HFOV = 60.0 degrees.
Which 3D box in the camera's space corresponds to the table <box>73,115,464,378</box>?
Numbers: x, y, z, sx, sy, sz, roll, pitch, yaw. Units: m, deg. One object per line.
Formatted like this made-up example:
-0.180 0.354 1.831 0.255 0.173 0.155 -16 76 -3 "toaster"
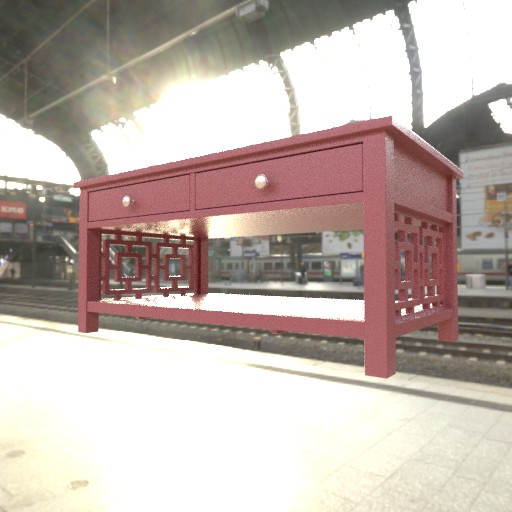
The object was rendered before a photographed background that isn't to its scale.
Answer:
0.000 0.000 1.372 1.068 0.493 0.612 -1 -2 37 "table"
